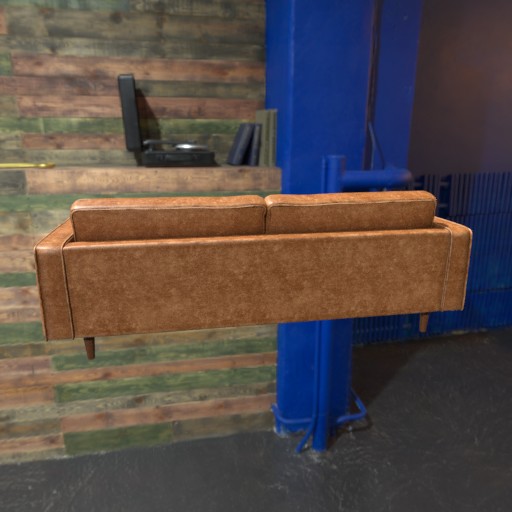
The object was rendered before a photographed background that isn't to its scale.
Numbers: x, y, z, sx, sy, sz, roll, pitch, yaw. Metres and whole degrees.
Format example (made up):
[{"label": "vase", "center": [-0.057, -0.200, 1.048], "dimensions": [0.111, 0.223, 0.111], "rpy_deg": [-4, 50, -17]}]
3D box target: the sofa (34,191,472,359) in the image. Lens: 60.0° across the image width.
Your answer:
[{"label": "sofa", "center": [0.000, 0.000, 2.593], "dimensions": [2.199, 0.779, 0.886], "rpy_deg": [-3, 16, -10]}]
